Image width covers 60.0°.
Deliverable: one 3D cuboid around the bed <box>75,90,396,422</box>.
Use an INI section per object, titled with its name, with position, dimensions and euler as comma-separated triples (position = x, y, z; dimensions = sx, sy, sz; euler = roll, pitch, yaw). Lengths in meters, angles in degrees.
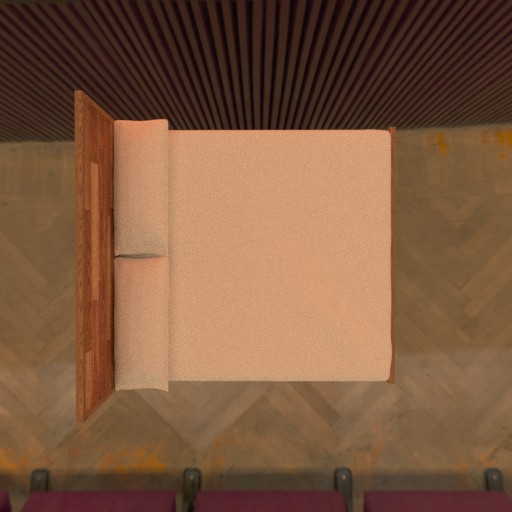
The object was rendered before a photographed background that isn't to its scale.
[bed]
position = 0.000, 0.000, 3.327
dimensions = 2.184, 1.295, 2.013
euler = 0, 91, 0
